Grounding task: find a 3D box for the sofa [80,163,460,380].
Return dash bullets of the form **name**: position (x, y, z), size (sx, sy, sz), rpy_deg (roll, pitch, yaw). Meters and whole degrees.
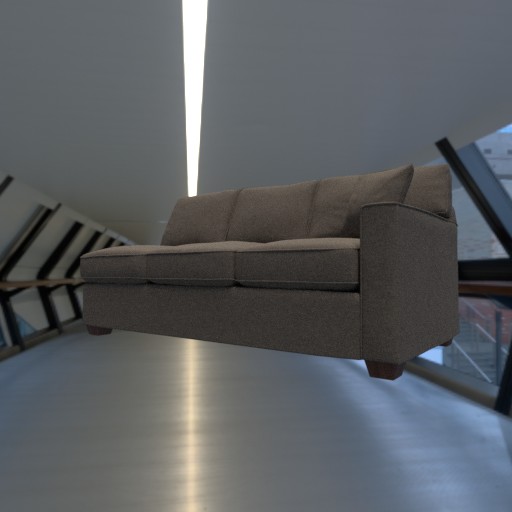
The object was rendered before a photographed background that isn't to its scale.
- **sofa**: position (0.000, 0.000, 2.529), size (1.963, 0.946, 1.034), rpy_deg (-1, -2, 36)
